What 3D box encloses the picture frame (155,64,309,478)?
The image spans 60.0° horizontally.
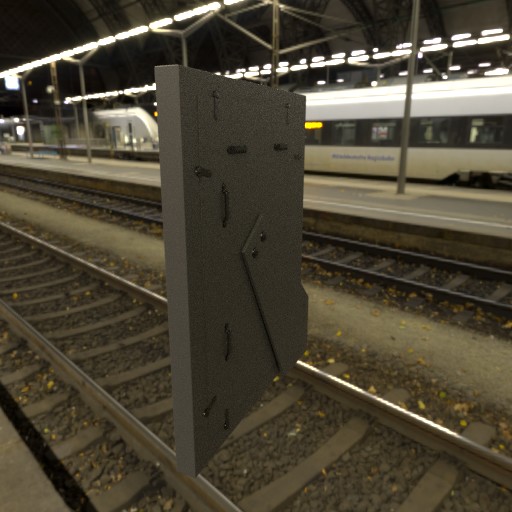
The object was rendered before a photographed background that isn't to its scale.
[{"bbox_3d":[0.000,0.000,0.528,0.036,0.383,0.307,7,17,24],"label":"picture frame"}]
